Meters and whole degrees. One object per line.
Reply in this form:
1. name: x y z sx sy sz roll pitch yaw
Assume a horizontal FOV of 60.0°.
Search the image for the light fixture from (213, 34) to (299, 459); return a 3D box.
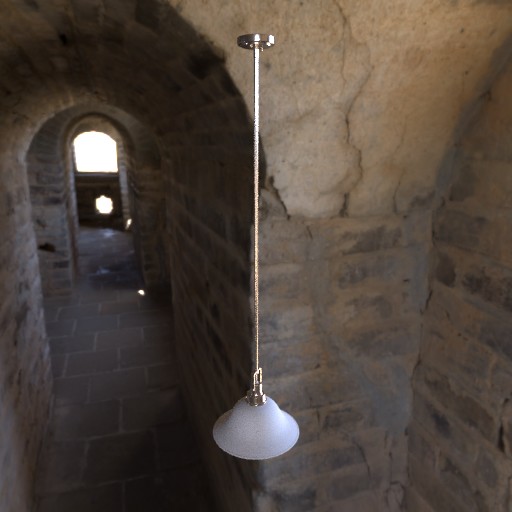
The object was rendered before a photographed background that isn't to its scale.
1. light fixture: 0.000 0.000 1.503 0.324 1.354 0.324 7 16 26
